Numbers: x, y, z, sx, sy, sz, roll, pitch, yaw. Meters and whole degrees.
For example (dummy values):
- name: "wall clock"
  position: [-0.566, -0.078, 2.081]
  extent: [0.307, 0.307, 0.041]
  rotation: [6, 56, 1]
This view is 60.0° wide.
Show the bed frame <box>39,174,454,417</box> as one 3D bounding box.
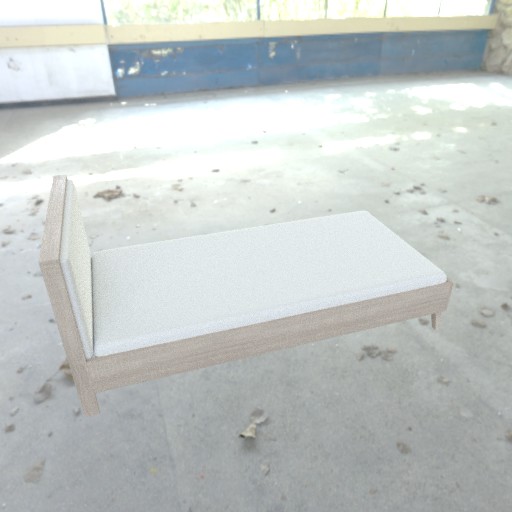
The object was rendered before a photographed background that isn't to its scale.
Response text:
- name: "bed frame"
  position: [0.000, 0.000, 2.679]
  extent: [2.140, 0.920, 0.990]
  rotation: [-10, 33, -16]
